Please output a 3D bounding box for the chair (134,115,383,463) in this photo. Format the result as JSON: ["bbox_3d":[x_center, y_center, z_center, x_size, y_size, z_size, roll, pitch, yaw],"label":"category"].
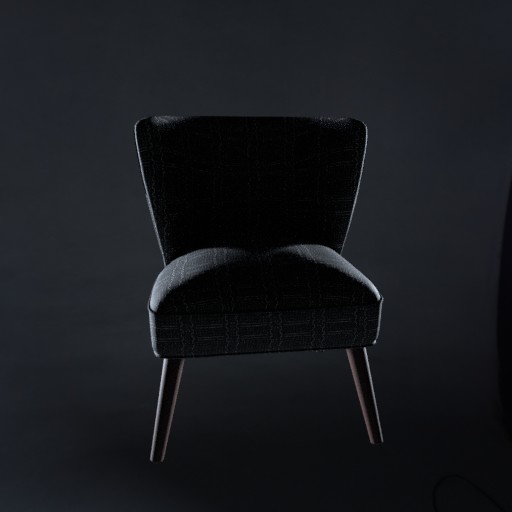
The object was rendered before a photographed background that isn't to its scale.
[{"bbox_3d":[0.000,0.000,1.393,0.710,0.866,0.758,-2,15,-7],"label":"chair"}]
